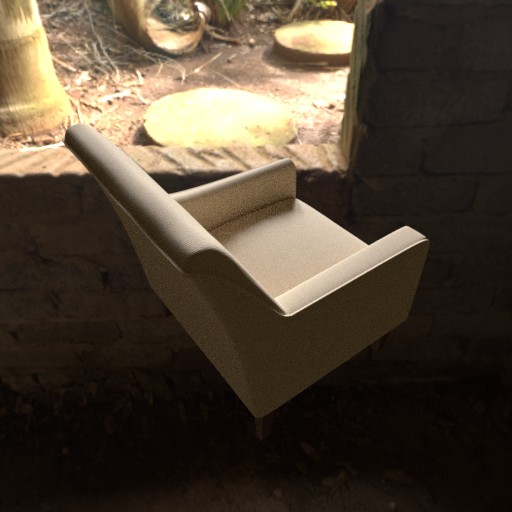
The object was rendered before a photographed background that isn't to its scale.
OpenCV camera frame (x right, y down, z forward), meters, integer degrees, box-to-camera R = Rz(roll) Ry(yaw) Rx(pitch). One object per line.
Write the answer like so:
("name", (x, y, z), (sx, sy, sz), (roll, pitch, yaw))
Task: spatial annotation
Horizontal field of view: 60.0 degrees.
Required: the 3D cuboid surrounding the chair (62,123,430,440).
("chair", (0.000, 0.000, 1.565), (0.899, 0.919, 0.780), (-25, 46, -27))
